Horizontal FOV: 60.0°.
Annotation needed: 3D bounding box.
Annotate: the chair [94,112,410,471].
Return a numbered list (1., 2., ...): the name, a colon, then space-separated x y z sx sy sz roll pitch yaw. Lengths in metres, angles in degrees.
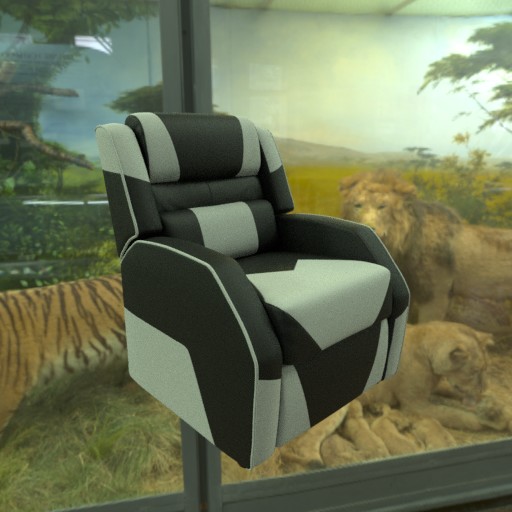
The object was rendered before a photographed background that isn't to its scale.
1. chair: 0.000 0.000 1.282 0.620 0.805 0.672 -14 21 -41
